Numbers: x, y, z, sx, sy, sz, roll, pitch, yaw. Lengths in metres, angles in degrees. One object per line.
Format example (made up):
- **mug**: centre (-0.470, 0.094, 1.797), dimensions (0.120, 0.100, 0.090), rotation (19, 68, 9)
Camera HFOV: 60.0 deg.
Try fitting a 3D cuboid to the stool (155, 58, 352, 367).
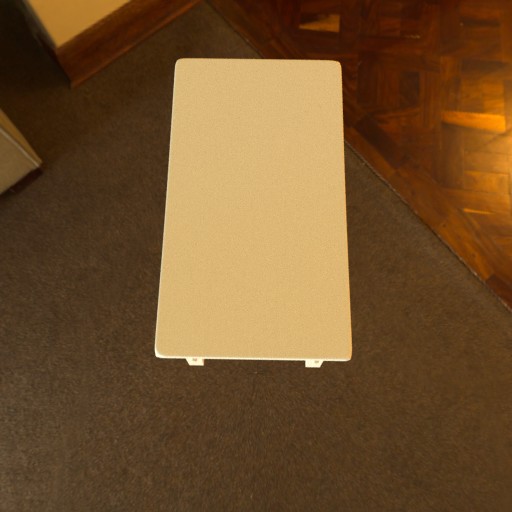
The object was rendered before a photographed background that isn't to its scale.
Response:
- **stool**: centre (0.000, 0.000, 0.857), dimensions (0.322, 0.610, 0.406), rotation (1, 75, 0)
